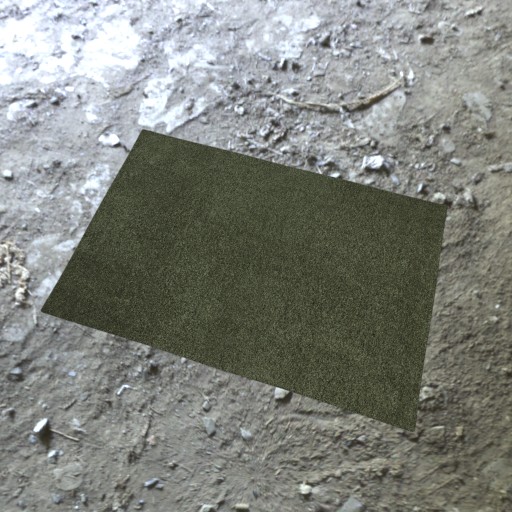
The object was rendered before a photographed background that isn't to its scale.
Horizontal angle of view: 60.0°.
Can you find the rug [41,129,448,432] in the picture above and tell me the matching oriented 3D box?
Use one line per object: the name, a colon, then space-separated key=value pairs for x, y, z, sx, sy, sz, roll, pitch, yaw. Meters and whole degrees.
rug: x=0.000 y=0.000 z=3.405 sx=2.699 sy=0.026 sz=1.802 roll=16 pitch=65 yaw=8
